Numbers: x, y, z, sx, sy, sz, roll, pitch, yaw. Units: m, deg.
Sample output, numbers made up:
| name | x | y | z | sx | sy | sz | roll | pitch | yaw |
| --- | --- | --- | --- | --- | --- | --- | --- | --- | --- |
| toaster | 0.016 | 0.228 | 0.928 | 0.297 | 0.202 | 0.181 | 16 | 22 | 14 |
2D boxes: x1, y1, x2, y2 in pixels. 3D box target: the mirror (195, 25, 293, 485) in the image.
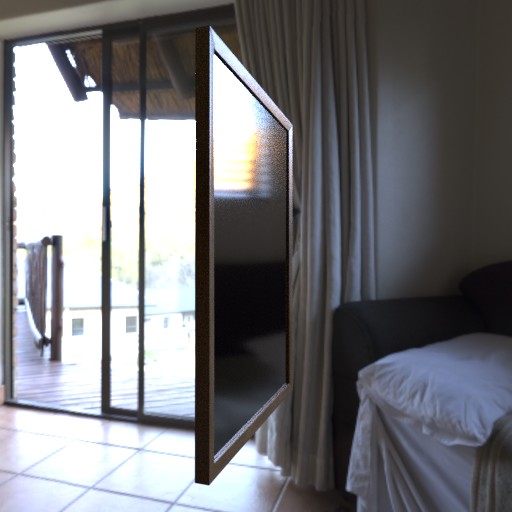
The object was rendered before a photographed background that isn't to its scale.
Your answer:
| name | x | y | z | sx | sy | sz | roll | pitch | yaw |
| --- | --- | --- | --- | --- | --- | --- | --- | --- | --- |
| mirror | 0.000 | 0.000 | 1.345 | 0.040 | 1.016 | 0.762 | 0 | -1 | 19 |
